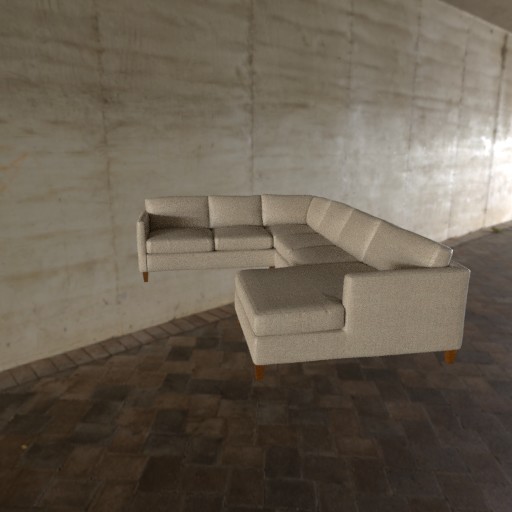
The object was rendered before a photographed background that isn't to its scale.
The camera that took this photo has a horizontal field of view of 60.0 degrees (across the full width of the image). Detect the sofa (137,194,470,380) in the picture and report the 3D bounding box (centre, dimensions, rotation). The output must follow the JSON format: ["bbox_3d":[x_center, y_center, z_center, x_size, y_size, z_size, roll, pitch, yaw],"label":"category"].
[{"bbox_3d":[0.000,0.000,4.644,2.594,0.961,3.460,-2,14,-9],"label":"sofa"}]
